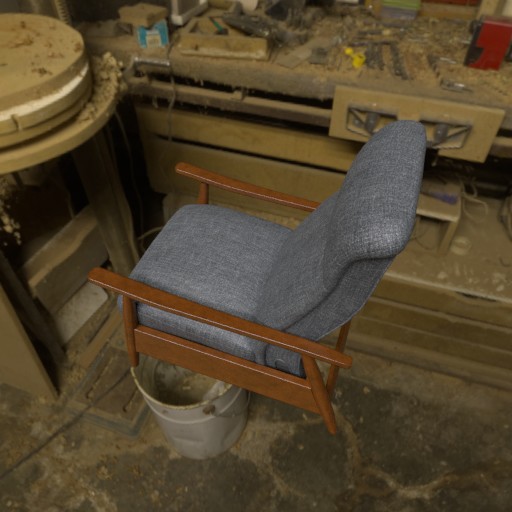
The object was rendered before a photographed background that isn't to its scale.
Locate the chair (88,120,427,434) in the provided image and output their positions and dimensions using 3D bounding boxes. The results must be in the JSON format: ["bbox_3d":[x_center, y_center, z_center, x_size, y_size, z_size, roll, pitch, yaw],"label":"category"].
[{"bbox_3d":[0.000,0.000,1.780,1.030,1.082,0.762,14,48,13],"label":"chair"}]
